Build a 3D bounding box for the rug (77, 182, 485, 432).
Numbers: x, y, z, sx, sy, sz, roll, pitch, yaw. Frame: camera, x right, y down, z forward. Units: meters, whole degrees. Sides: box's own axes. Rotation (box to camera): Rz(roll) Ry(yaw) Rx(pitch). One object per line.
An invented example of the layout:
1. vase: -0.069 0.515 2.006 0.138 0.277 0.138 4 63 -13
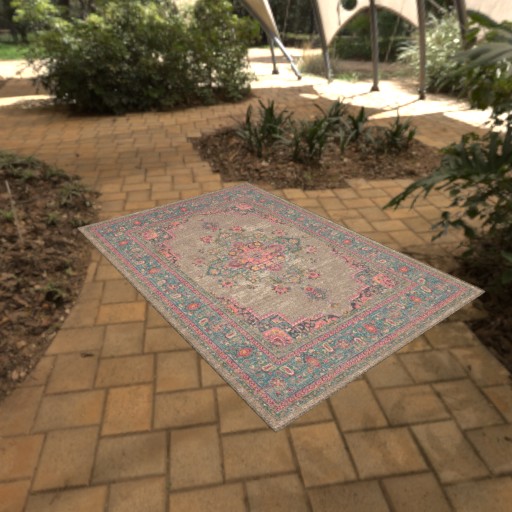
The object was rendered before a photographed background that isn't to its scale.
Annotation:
1. rug: 0.000 0.000 3.695 2.005 0.013 2.890 -21 36 -32
